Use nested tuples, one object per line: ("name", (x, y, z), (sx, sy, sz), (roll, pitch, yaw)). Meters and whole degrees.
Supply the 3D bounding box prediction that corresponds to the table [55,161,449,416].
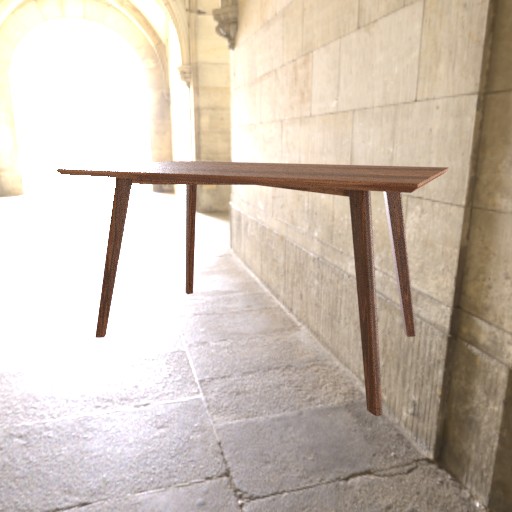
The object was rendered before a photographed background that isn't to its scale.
("table", (0.000, 0.000, 1.855), (1.349, 0.724, 0.801), (8, 16, 27))
